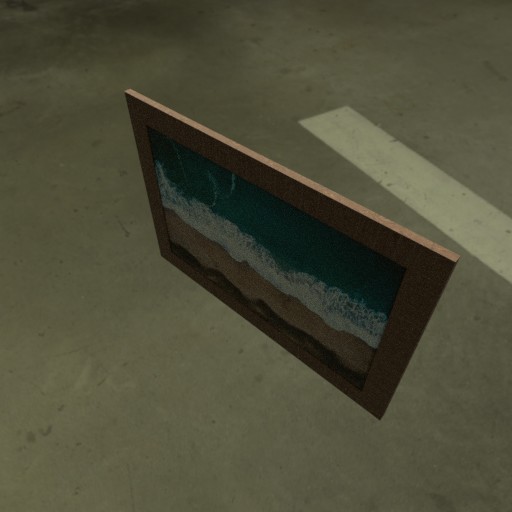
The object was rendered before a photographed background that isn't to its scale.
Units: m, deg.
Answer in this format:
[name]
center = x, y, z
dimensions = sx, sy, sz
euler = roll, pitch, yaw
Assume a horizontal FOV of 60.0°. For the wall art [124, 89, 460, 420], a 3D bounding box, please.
[wall art]
center = 0.000, 0.000, 1.185
dimensions = 0.917, 0.626, 0.019
euler = 33, 55, 28
